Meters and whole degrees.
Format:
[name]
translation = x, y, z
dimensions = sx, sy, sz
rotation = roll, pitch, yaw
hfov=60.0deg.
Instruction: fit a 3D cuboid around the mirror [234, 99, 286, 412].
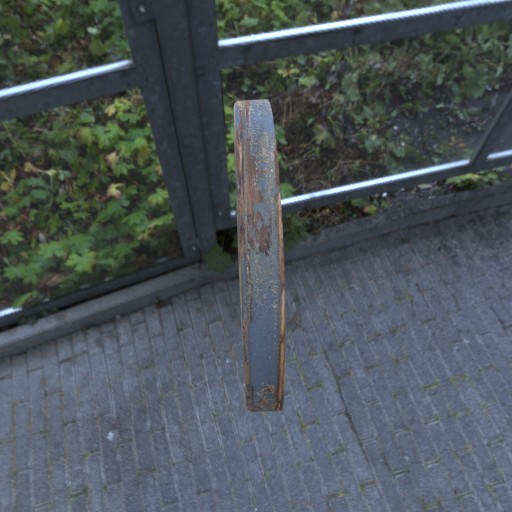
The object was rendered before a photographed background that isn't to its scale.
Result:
[mirror]
translation = 0.000, 0.000, 0.881
dimensions = 0.061, 0.585, 0.585
rotation = -2, 60, -1
